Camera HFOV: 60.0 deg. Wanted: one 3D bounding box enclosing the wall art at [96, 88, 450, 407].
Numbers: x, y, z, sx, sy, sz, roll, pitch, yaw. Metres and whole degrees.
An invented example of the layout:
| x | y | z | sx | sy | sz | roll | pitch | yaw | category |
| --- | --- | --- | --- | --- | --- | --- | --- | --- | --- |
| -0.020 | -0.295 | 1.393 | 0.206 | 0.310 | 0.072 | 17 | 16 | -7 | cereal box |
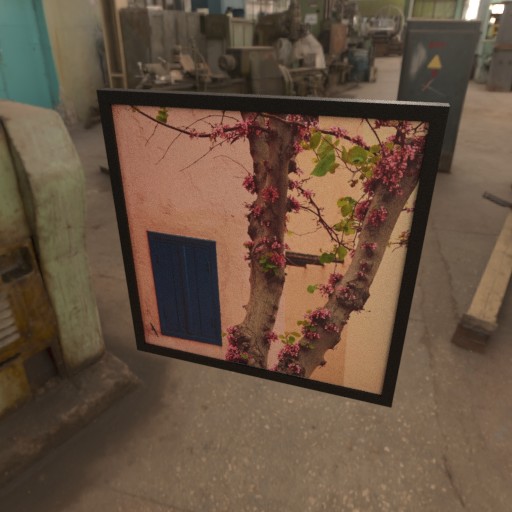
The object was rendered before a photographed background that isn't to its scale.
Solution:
| x | y | z | sx | sy | sz | roll | pitch | yaw | category |
| --- | --- | --- | --- | --- | --- | --- | --- | --- | --- |
| 0.000 | 0.000 | 1.111 | 0.762 | 0.762 | 0.038 | 8 | 29 | 16 | wall art |
